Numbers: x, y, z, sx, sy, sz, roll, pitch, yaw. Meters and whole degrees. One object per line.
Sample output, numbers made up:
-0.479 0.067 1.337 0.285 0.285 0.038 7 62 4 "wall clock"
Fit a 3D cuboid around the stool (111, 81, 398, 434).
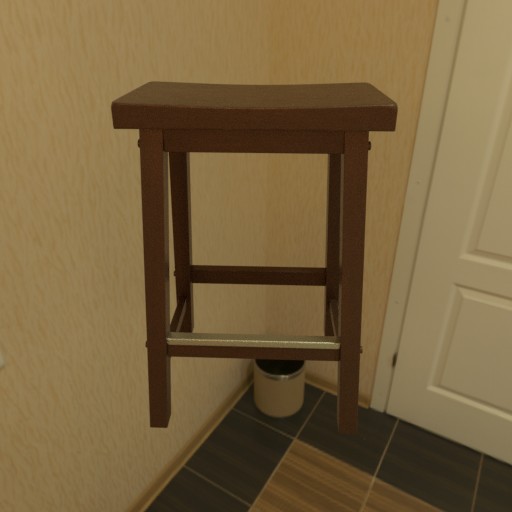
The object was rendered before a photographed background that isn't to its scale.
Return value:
0.000 0.000 0.865 0.406 0.610 0.322 1 29 2 "stool"
